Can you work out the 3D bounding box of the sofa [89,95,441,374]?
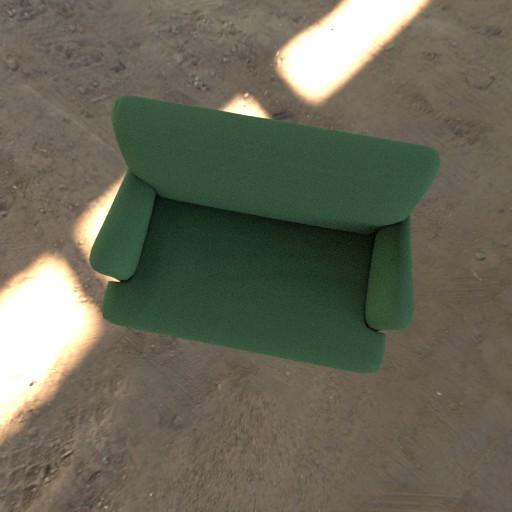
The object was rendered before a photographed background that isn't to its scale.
[{"bbox_3d":[0.000,0.000,1.876,1.297,0.889,0.779,11,76,3],"label":"sofa"}]
